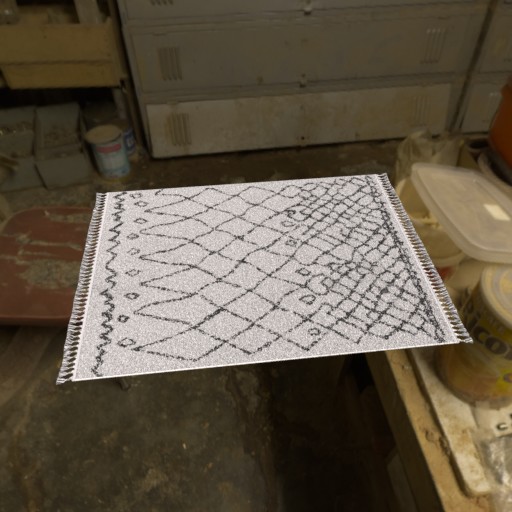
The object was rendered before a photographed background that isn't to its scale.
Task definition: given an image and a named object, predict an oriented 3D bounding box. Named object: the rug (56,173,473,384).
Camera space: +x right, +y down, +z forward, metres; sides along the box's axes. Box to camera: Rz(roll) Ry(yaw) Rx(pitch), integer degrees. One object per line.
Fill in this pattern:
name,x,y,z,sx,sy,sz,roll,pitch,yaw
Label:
rug,0.000,0.000,2.985,2.312,0.017,1.613,-5,47,-4
